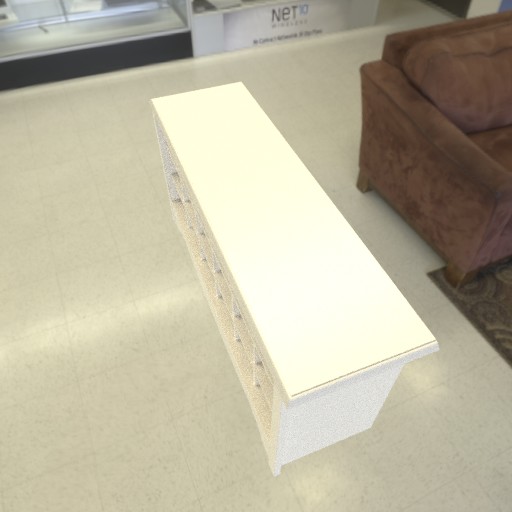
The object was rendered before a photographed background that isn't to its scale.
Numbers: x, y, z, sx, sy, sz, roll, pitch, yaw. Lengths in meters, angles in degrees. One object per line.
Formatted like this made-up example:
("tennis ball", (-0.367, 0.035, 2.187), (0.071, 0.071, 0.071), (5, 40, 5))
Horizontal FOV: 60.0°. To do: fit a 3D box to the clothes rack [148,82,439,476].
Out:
("clothes rack", (0.000, 0.000, 1.355), (0.324, 0.531, 1.120), (-17, 51, -14))
